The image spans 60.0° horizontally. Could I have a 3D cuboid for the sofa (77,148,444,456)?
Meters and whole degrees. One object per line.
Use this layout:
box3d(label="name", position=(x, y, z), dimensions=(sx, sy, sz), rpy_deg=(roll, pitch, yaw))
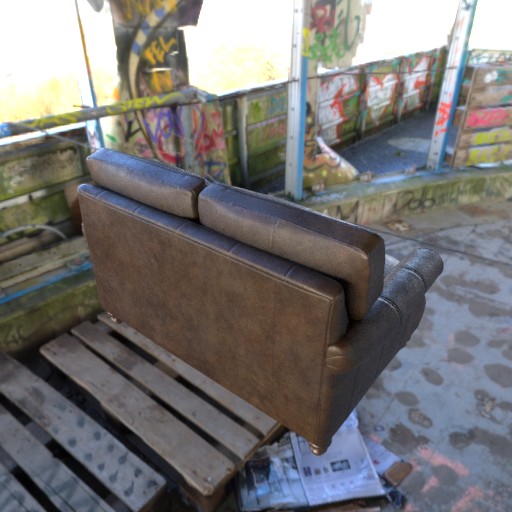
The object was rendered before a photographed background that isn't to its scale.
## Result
box3d(label="sofa", position=(0.000, 0.000, 2.213), dimensions=(1.616, 0.976, 0.990), rpy_deg=(22, 37, 33))
